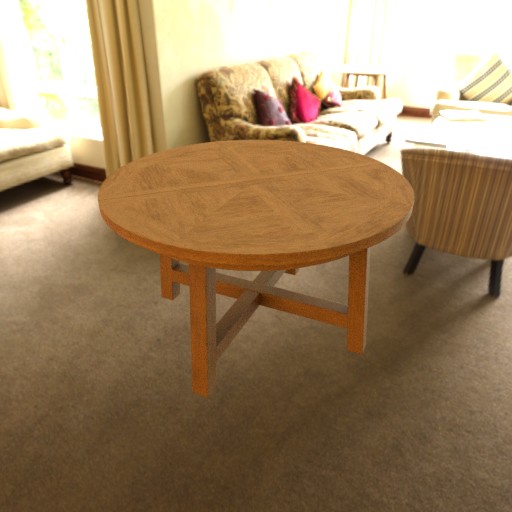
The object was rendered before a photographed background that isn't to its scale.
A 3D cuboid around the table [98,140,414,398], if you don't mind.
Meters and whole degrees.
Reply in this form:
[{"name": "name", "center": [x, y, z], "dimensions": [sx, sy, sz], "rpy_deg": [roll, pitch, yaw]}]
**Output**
[{"name": "table", "center": [0.000, 0.000, 2.121], "dimensions": [1.319, 0.762, 1.319], "rpy_deg": [0, 30, 0]}]
